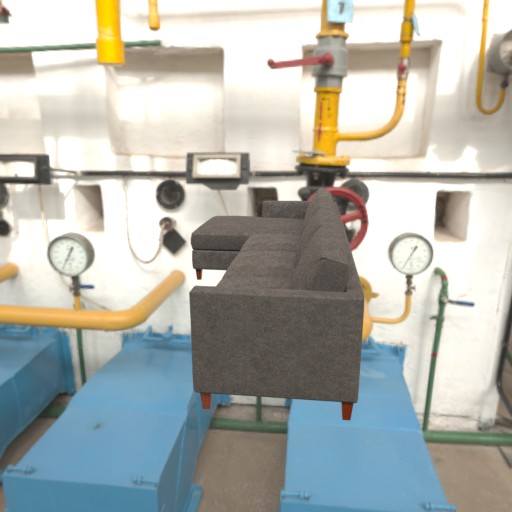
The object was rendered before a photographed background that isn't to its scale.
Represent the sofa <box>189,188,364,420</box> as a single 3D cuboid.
[{"bbox_3d":[0.000,0.000,4.069,1.606,0.954,3.471,2,15,7],"label":"sofa"}]
